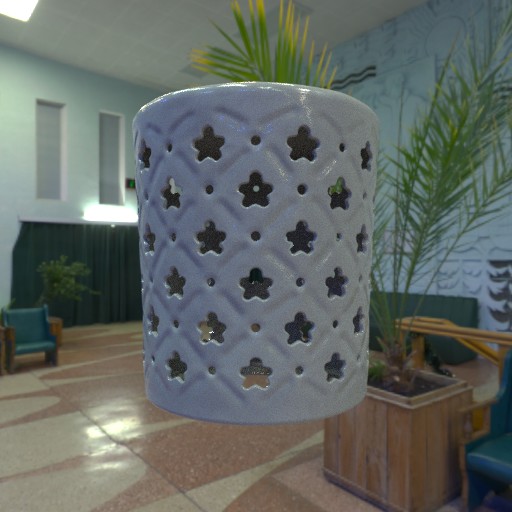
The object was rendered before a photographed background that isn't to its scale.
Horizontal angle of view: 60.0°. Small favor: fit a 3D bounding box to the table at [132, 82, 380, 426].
[{"bbox_3d":[0.000,0.000,0.653,0.352,0.387,0.352,0,0,0],"label":"table"}]
